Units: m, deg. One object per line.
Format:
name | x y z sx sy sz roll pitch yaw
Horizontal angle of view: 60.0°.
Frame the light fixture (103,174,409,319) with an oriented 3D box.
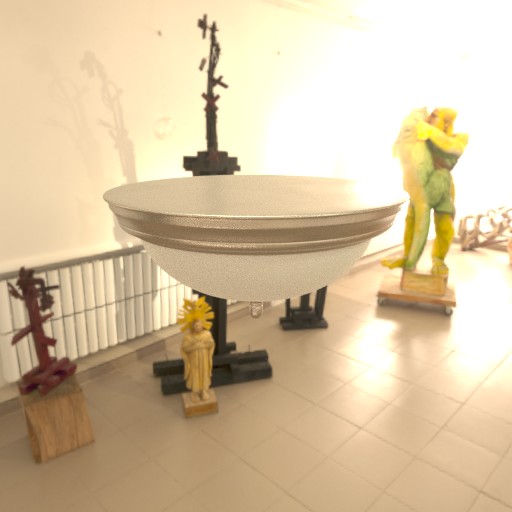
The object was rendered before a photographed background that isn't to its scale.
light fixture | 0.000 0.000 0.444 0.280 0.135 0.280 0 16 0
